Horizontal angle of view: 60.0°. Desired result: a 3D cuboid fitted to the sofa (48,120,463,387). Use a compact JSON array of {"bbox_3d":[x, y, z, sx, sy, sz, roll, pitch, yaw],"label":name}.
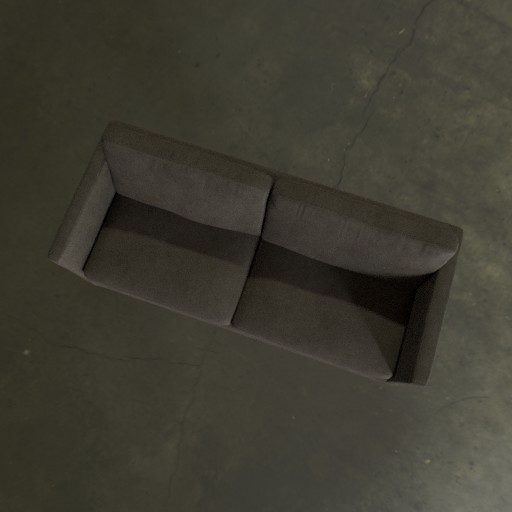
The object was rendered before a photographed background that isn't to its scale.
[{"bbox_3d":[0.000,0.000,2.752,2.208,0.965,0.951,18,77,4],"label":"sofa"}]
